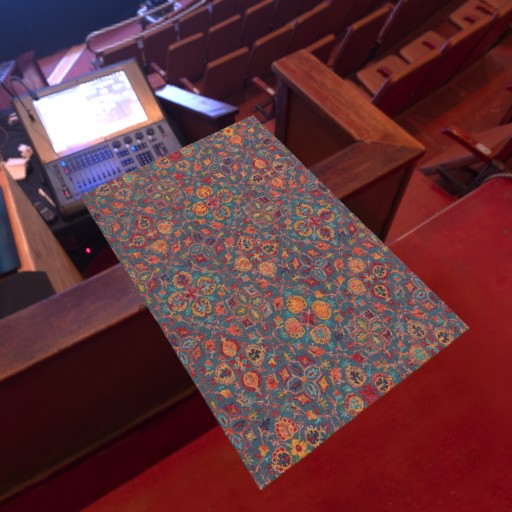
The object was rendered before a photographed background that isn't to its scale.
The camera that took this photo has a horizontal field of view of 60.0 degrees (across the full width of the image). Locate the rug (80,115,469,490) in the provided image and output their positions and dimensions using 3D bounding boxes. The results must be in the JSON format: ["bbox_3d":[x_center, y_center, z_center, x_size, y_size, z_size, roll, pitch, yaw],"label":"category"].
[{"bbox_3d":[0.000,0.000,2.337,1.216,0.014,1.836,-30,62,-18],"label":"rug"}]
